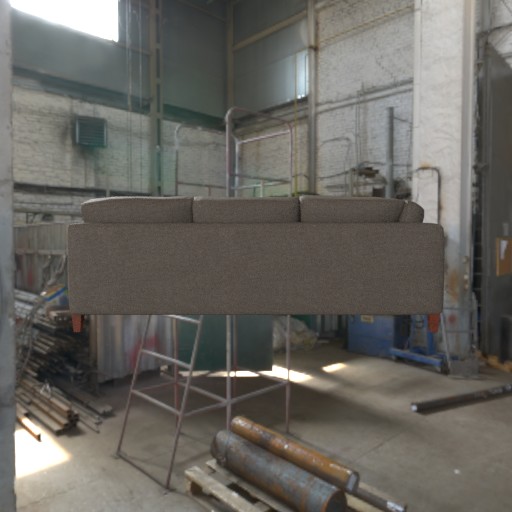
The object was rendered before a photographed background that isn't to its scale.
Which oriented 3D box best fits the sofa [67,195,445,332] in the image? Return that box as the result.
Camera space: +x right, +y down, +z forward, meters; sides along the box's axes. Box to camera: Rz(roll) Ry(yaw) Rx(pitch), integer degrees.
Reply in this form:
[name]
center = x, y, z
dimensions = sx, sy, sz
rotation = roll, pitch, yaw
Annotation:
[sofa]
center = 0.000, 0.000, 4.611
dimensions = 2.593, 0.947, 3.302
rotation = 0, 2, 0
